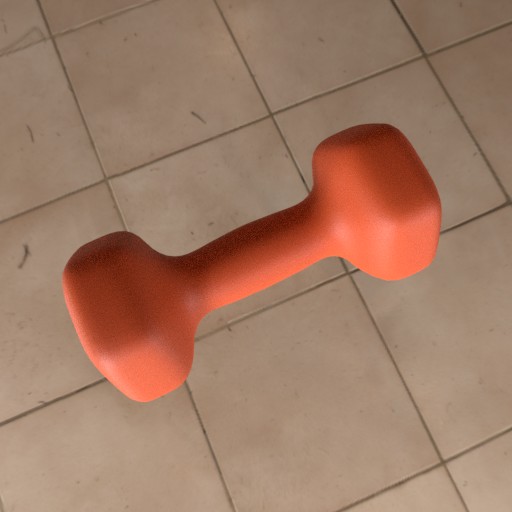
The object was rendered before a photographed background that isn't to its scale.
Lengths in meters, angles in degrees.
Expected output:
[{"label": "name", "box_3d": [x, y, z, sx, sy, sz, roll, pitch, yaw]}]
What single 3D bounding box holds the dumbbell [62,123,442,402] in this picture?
[{"label": "dumbbell", "box_3d": [0.000, 0.000, 0.206, 0.162, 0.071, 0.079, -24, 78, -6]}]
